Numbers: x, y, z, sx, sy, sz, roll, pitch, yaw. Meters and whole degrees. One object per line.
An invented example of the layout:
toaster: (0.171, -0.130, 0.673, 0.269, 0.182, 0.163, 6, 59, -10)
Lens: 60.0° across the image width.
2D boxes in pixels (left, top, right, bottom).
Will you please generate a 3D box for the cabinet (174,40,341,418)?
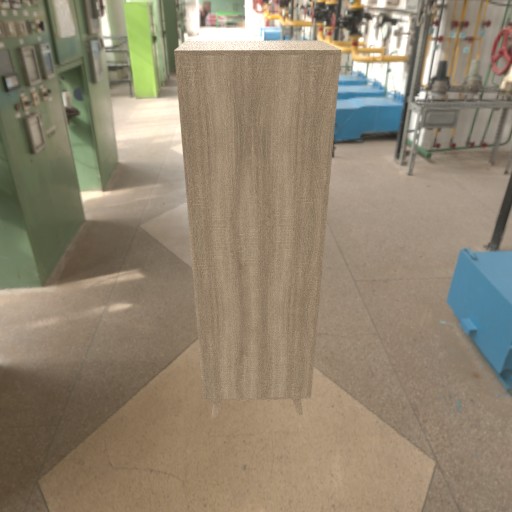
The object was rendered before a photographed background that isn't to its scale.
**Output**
cabinet: (0.000, 0.000, 2.145, 0.570, 1.850, 0.400, -1, 30, -2)
